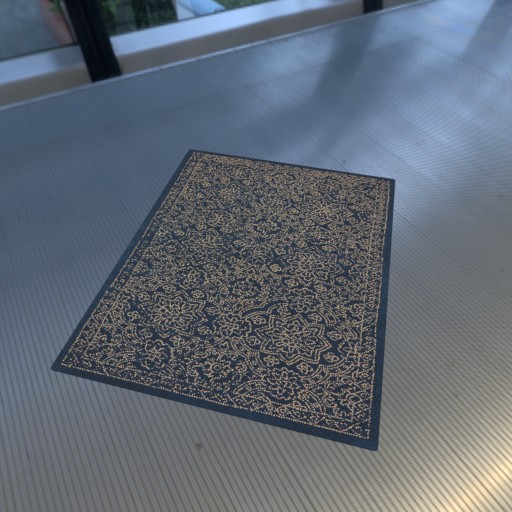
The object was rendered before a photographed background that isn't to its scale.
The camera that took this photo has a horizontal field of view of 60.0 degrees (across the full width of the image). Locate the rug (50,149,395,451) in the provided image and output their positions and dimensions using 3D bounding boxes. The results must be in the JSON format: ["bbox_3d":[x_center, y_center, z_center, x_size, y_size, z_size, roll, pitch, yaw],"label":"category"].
[{"bbox_3d":[0.000,0.000,4.145,2.438,0.010,3.048,11,48,10],"label":"rug"}]
